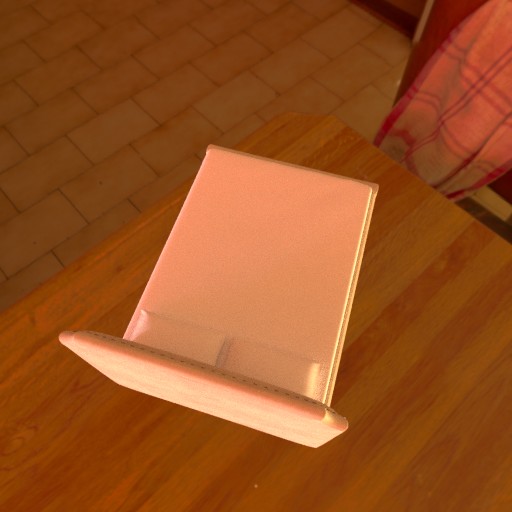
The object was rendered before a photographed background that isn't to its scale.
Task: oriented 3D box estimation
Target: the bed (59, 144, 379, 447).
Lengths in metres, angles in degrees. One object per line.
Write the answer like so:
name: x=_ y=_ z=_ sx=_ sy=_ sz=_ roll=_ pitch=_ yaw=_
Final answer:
bed: x=0.000 y=0.000 z=3.489 sx=1.712 sy=1.443 sz=2.372 roll=15 pitch=64 yaw=8
